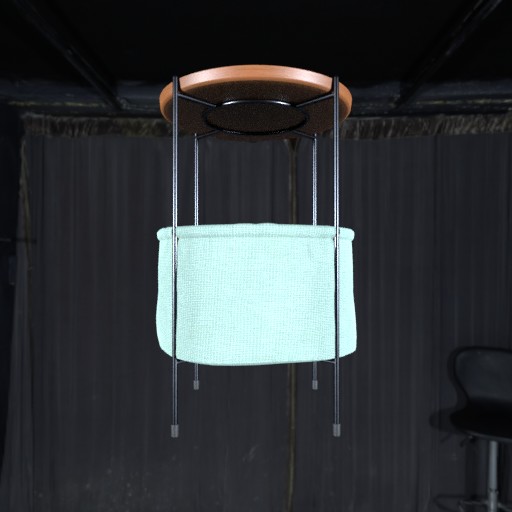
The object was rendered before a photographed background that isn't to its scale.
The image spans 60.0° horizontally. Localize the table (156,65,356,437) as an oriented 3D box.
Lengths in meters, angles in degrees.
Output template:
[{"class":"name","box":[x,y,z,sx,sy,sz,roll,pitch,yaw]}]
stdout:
[{"class":"table","box":[0.000,0.000,0.907,0.400,0.623,0.400,0,0,0]}]
